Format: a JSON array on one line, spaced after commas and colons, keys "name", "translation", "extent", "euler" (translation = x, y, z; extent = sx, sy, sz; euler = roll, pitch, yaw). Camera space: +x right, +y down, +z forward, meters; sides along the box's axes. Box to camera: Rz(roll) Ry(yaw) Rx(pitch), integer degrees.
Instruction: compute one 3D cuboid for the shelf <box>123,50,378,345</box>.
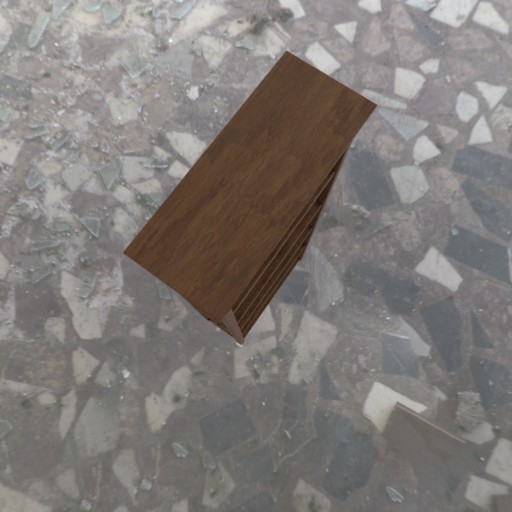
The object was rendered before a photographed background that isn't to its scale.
[{"name": "shelf", "translation": [0.000, 0.000, 2.207], "extent": [0.335, 1.905, 0.805], "euler": [34, 78, 8]}]
